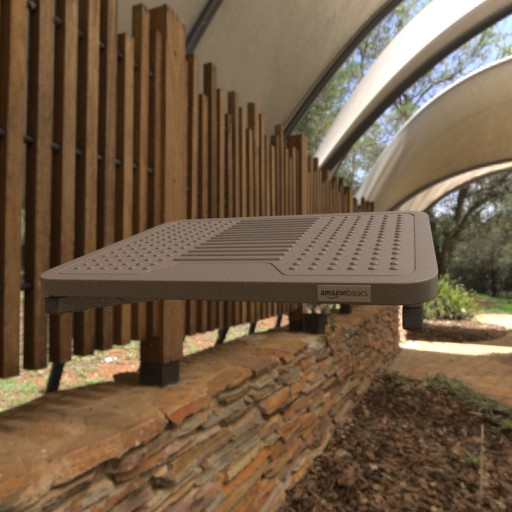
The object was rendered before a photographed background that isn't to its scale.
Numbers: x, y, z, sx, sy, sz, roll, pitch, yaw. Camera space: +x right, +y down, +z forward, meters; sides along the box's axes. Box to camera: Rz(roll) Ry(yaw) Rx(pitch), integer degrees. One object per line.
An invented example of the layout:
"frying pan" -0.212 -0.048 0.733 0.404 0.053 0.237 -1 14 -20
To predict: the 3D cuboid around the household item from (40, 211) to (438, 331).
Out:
"household item" 0.000 0.000 0.527 0.390 0.126 0.301 -1 -2 20
